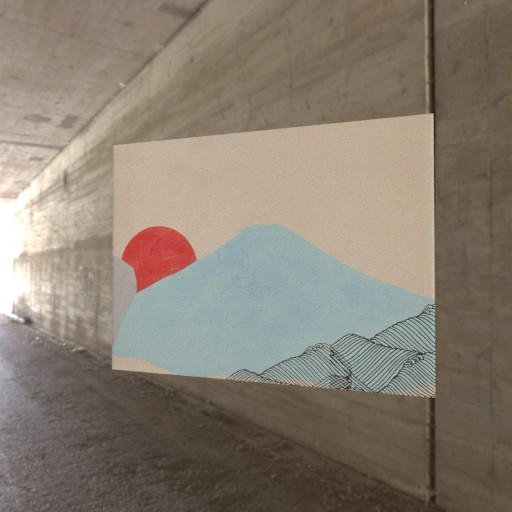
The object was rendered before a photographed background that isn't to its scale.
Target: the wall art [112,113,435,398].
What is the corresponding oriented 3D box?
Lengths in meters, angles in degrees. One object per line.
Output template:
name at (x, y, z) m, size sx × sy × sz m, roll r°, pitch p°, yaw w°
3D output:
wall art at (0.000, 0.000, 1.633) m, size 1.219 × 0.912 × 0.042 m, roll 0°, pitch -1°, yaw 18°
